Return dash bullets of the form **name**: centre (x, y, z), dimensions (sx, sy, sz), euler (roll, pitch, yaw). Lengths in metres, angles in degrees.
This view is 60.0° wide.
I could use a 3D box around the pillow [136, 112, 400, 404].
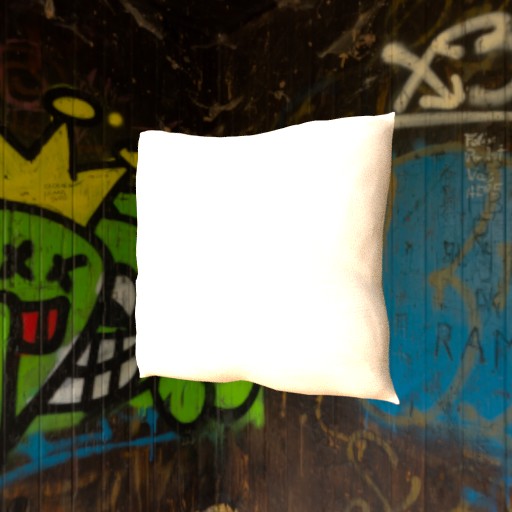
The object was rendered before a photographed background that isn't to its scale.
- **pillow**: centre (0.000, 0.000, 0.732), dimensions (0.450, 0.448, 0.245), euler (0, 0, 18)
